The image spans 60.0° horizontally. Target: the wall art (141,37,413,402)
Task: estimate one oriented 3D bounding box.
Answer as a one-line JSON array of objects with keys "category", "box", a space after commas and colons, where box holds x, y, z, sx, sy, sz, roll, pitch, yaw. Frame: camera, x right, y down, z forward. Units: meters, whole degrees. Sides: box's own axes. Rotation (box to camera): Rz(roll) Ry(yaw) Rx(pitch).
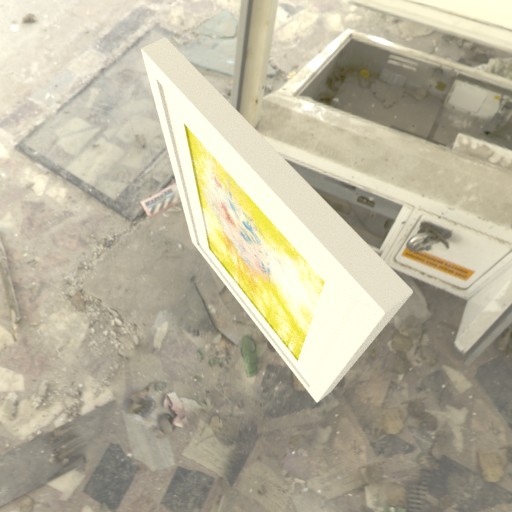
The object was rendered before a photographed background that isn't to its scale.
[{"category": "wall art", "box": [0.000, 0.000, 0.533, 0.028, 0.381, 0.331, -34, 68, -16]}]
